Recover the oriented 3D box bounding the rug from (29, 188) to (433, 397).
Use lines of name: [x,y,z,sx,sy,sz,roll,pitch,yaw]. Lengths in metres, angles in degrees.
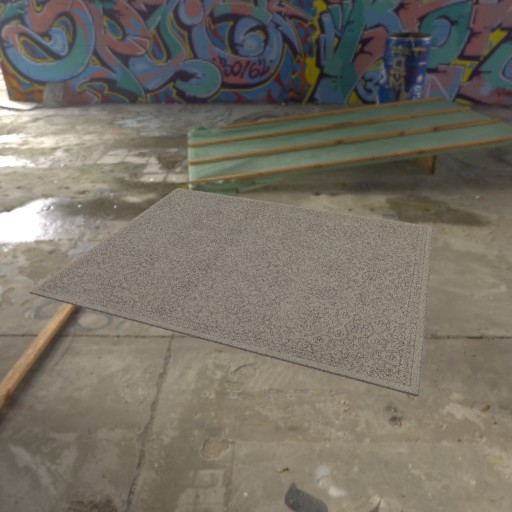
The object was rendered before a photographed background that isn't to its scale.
rug: [0.000,0.000,4.137,3.050,0.015,2.441,11,32,18]
